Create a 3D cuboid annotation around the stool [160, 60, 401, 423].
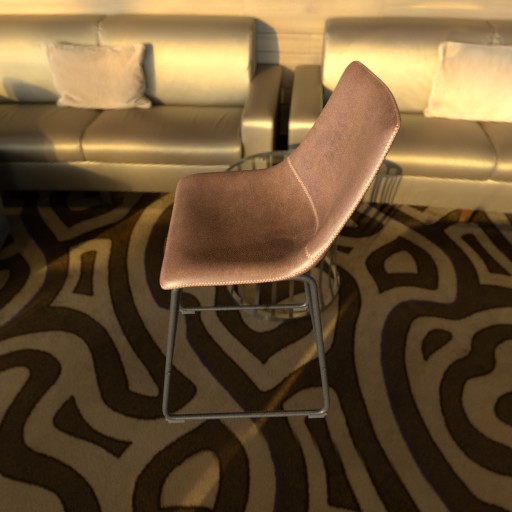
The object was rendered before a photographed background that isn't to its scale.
[{"bbox_3d":[0.000,0.000,1.183,0.550,0.890,0.460,-1,40,-2],"label":"stool"}]
